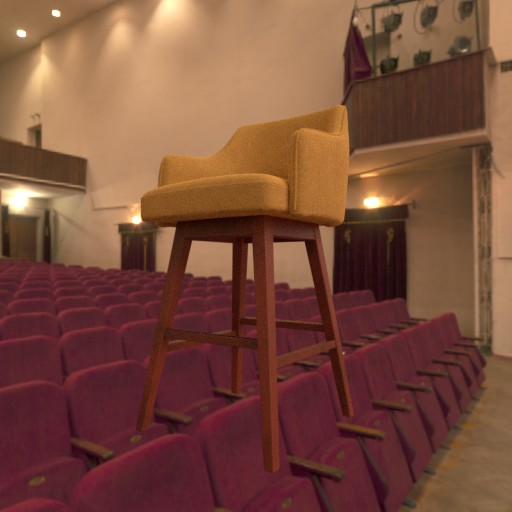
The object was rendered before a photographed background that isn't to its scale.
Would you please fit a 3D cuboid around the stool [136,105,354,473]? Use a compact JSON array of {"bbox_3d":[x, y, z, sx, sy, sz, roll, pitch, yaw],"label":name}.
[{"bbox_3d":[0.000,0.000,1.383,0.548,1.012,0.558,-1,-1,35],"label":"stool"}]
